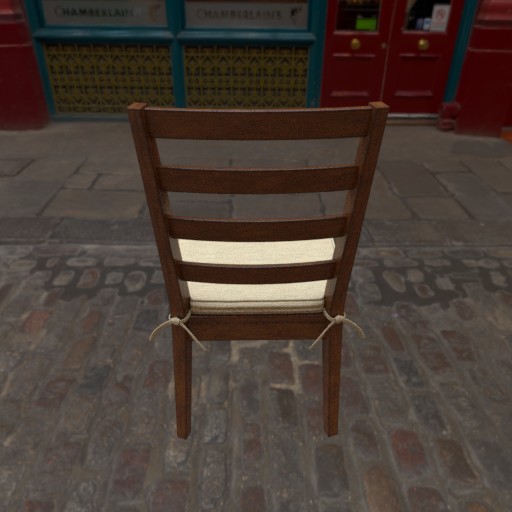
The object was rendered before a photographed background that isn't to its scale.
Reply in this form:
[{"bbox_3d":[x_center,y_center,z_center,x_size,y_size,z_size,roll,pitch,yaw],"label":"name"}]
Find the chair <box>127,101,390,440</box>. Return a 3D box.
[{"bbox_3d":[0.000,0.000,1.323,0.593,0.979,0.595,-1,30,-1],"label":"chair"}]
